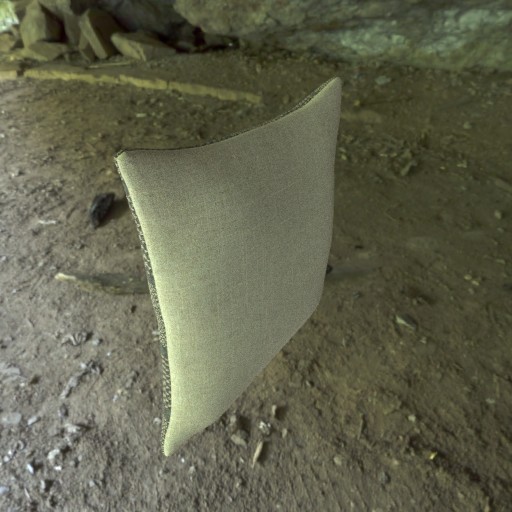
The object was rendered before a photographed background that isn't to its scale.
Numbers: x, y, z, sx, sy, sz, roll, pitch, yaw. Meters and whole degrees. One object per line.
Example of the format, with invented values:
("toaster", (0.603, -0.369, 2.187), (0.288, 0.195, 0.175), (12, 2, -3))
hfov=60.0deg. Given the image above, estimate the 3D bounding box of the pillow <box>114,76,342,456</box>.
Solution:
("pillow", (0.000, 0.000, 0.643), (0.138, 0.432, 0.435), (20, 37, 29))
